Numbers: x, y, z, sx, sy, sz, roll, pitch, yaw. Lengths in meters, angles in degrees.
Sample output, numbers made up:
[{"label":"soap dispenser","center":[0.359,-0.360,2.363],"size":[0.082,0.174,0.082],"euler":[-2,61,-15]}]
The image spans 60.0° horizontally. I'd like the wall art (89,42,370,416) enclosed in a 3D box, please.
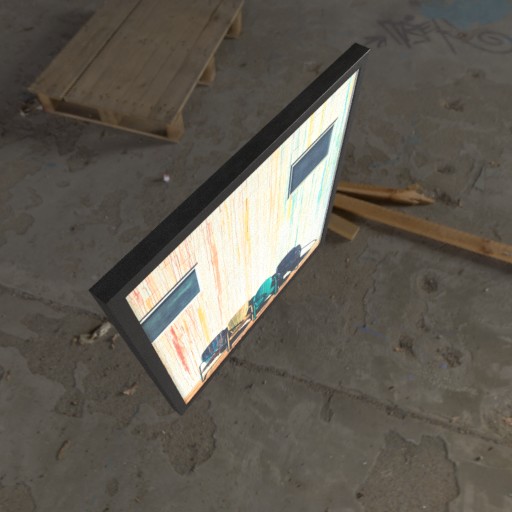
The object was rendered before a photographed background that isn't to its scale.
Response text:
[{"label":"wall art","center":[0.000,0.000,1.130],"size":[0.039,0.763,0.763],"euler":[33,64,18]}]
